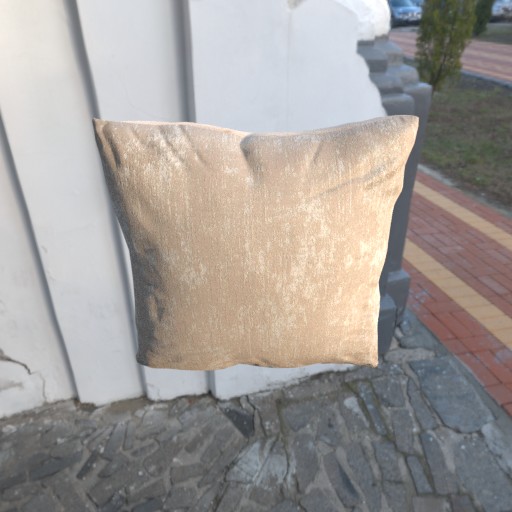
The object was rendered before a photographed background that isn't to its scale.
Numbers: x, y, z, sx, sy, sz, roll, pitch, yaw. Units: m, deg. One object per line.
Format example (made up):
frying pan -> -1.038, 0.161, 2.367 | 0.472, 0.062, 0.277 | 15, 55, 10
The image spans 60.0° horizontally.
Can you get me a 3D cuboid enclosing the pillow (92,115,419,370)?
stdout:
pillow -> 0.000, 0.000, 0.716 | 0.450, 0.448, 0.245 | 1, 31, 2
